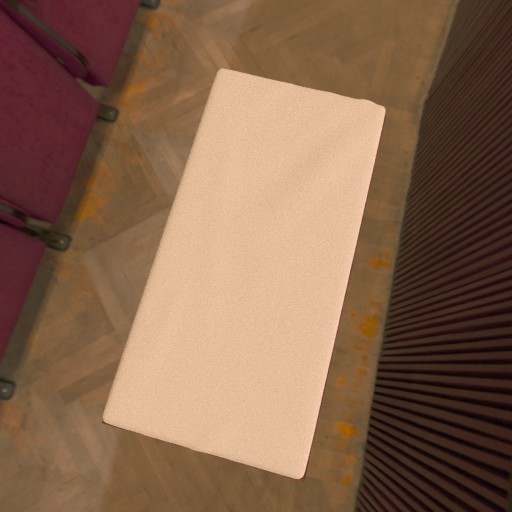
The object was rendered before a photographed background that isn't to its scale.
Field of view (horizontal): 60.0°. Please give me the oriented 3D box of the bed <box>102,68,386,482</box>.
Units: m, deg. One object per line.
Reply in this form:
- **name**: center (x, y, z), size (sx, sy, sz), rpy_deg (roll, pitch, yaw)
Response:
- **bed**: center (0.000, 0.000, 2.182), size (0.940, 0.312, 1.860), rpy_deg (15, 77, 4)
